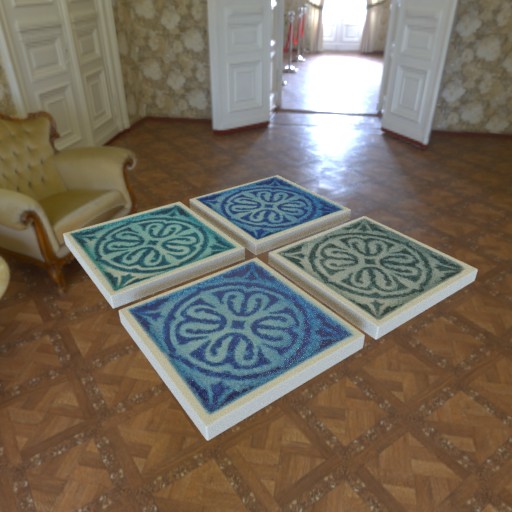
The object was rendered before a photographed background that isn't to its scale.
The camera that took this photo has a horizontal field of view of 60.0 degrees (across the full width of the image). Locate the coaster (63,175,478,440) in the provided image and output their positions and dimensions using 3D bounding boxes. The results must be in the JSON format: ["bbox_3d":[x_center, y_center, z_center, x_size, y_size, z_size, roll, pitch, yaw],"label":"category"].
[{"bbox_3d":[0.000,0.000,0.325,0.214,0.010,0.219,-21,37,-30],"label":"coaster"}]
